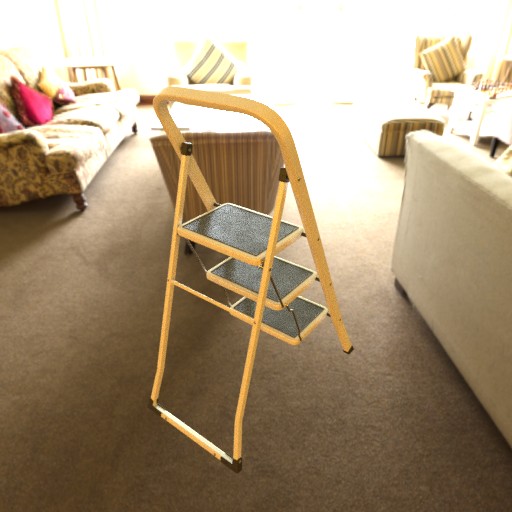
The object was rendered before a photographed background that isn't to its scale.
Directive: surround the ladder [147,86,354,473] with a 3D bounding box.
[{"bbox_3d":[0.000,0.000,1.411,0.460,1.050,0.711,22,37,32],"label":"ladder"}]
